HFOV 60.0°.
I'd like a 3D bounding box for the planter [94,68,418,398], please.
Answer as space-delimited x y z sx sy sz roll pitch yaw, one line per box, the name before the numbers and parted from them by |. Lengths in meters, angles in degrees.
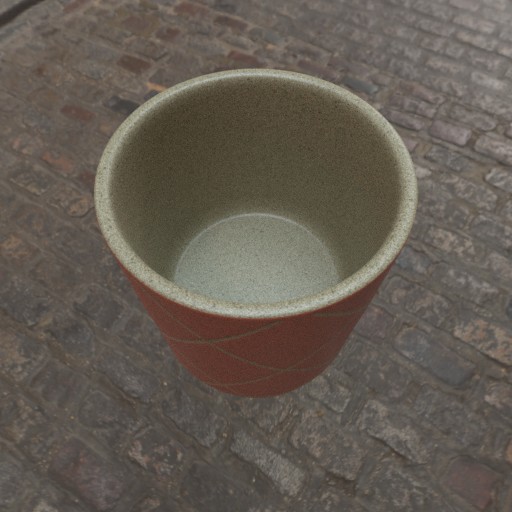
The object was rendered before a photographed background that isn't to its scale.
planter | 0.000 0.000 0.349 0.191 0.200 0.191 0 59 0
